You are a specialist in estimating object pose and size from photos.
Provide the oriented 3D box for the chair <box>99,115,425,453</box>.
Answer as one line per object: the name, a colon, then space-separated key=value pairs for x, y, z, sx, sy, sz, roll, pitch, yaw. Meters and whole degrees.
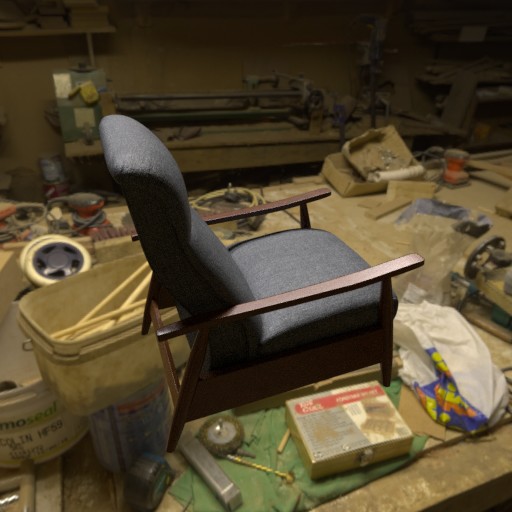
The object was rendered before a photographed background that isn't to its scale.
chair: x=0.000 y=0.000 z=1.790 sx=1.030 sy=1.082 sz=0.762 roll=-10 pitch=31 yaw=-17
